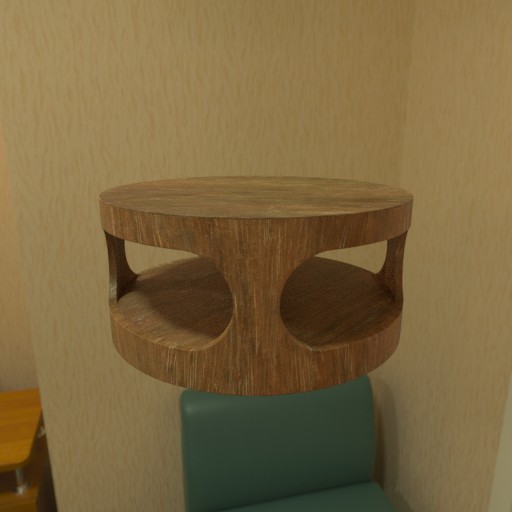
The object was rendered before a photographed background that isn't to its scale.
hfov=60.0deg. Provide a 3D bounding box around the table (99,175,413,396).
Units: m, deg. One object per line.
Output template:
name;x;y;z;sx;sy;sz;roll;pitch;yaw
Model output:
table;0.000;0.000;1.509;0.974;0.450;0.974;0;16;0
